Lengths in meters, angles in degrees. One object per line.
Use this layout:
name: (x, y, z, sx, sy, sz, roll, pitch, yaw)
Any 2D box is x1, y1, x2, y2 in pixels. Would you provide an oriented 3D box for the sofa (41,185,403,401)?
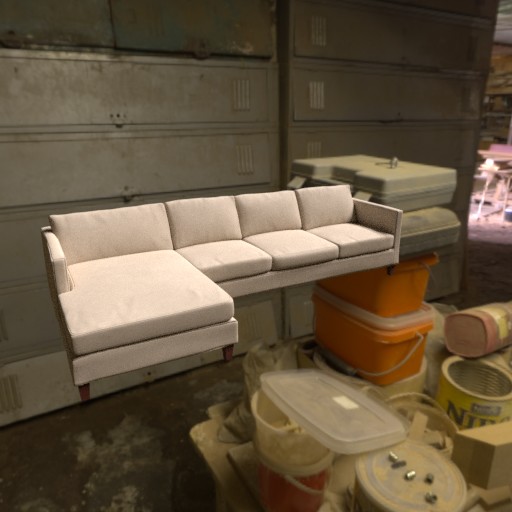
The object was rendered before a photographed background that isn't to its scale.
sofa: (0.000, 0.000, 3.775, 3.186, 0.846, 1.625, -10, 20, -27)
